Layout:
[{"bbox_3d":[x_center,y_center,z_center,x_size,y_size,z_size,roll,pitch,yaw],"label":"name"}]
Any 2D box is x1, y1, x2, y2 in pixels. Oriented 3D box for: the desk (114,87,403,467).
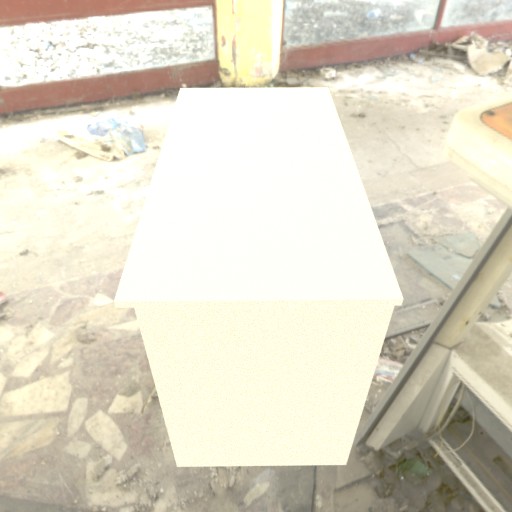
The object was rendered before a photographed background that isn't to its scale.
[{"bbox_3d":[0.000,0.000,1.511,0.560,0.735,1.097,0,41,0],"label":"desk"}]
